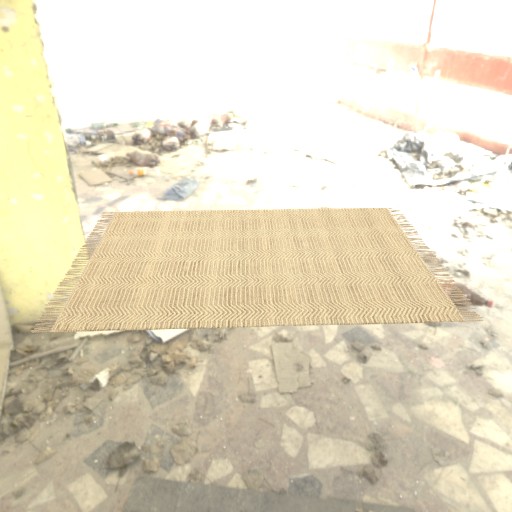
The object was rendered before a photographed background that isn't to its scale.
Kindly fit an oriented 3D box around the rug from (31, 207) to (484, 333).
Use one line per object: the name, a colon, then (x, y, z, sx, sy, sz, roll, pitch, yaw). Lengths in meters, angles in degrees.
rug: (0.000, 0.000, 2.472, 2.021, 0.027, 1.224, -1, 31, -2)
